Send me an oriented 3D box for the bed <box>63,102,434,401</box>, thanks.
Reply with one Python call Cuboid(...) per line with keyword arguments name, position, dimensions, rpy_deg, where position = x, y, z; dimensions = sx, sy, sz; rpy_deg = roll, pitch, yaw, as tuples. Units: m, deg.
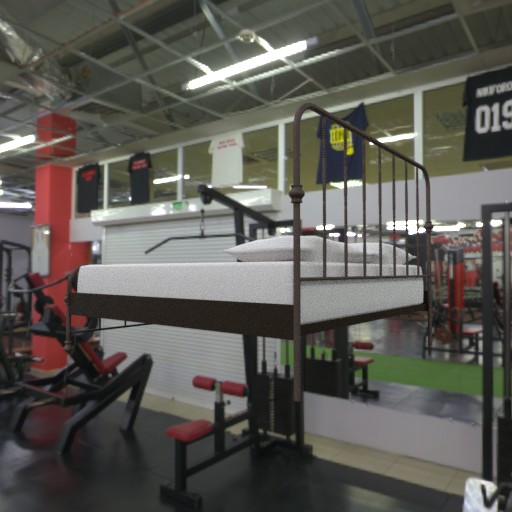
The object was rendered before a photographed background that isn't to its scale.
Cuboid(name="bed", position=(0.000, 0.000, 3.502), dimensions=(2.134, 1.446, 2.044), rpy_deg=(-2, -3, 38))
